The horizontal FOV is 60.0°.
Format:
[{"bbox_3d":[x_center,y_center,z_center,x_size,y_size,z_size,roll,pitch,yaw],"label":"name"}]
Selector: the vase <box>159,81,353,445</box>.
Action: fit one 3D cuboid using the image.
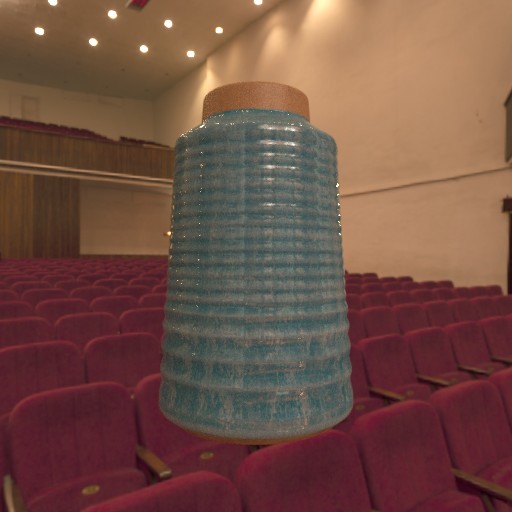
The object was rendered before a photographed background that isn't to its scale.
[{"bbox_3d":[0.000,0.000,0.381,0.163,0.267,0.163,0,-1,0],"label":"vase"}]
